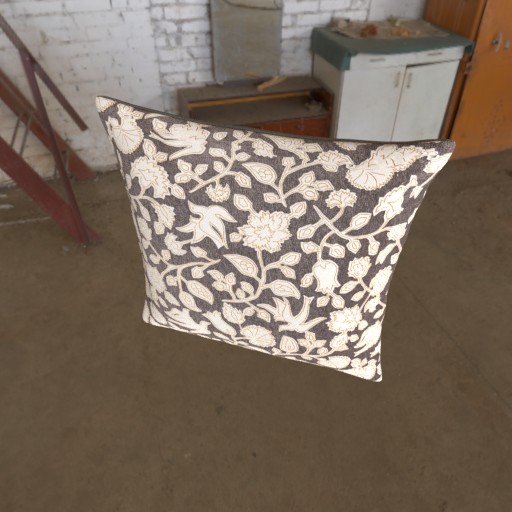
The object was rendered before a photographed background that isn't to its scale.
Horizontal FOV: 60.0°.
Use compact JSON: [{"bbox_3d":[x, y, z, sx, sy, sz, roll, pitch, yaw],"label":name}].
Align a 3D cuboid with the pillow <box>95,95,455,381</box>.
[{"bbox_3d":[0.000,0.000,0.779,0.526,0.507,0.166,12,42,13],"label":"pillow"}]
